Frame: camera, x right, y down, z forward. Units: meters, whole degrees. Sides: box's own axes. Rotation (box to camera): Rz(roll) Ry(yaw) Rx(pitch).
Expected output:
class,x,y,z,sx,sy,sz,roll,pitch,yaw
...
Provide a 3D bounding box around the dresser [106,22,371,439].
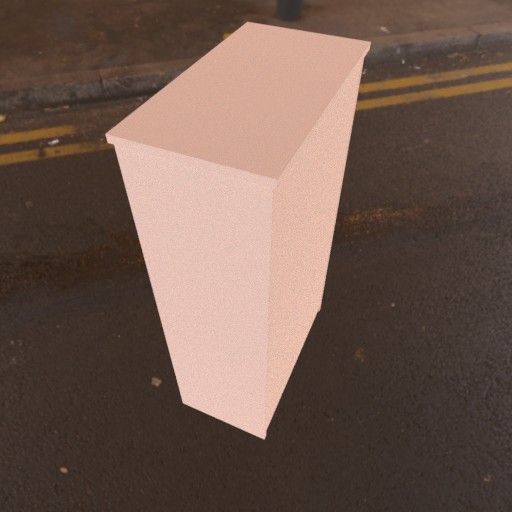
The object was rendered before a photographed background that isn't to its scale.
class,x,y,z,sx,sy,sz,roll,pitch,yaw
dresser,0.000,0.000,1.544,0.399,1.255,0.704,18,49,16
